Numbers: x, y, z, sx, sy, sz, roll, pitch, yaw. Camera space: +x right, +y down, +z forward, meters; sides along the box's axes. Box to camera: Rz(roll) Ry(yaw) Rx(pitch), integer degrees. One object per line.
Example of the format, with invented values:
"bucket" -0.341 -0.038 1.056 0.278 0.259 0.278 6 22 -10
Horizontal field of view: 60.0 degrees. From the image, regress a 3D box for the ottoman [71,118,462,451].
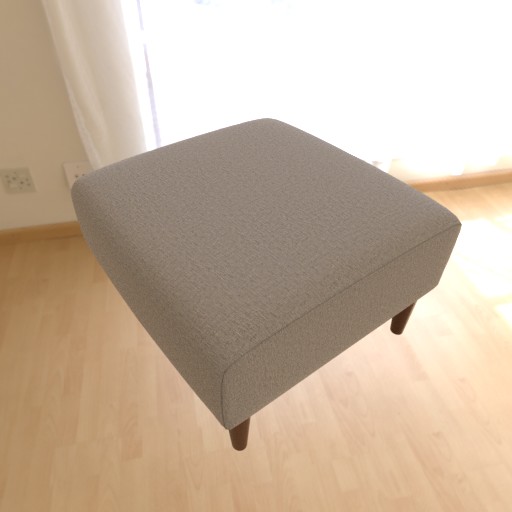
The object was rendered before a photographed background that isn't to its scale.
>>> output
"ottoman" 0.000 0.000 1.083 0.648 0.399 0.655 -26 47 -27
